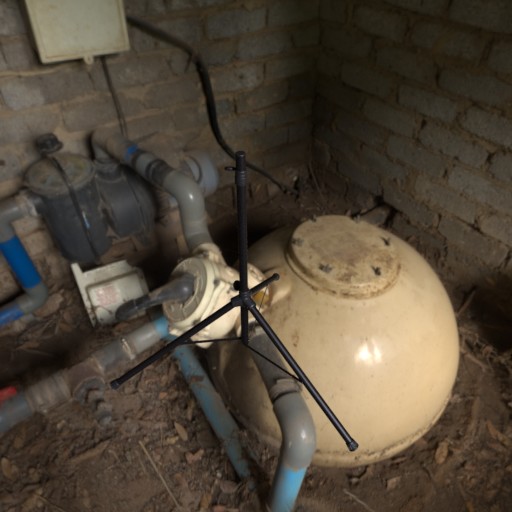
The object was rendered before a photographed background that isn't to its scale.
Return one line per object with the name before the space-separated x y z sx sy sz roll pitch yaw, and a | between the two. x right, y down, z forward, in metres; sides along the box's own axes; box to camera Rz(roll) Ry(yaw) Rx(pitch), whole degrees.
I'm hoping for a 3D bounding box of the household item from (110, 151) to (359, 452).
household item | 0.000 0.000 2.680 1.596 1.595 1.339 11 42 12
